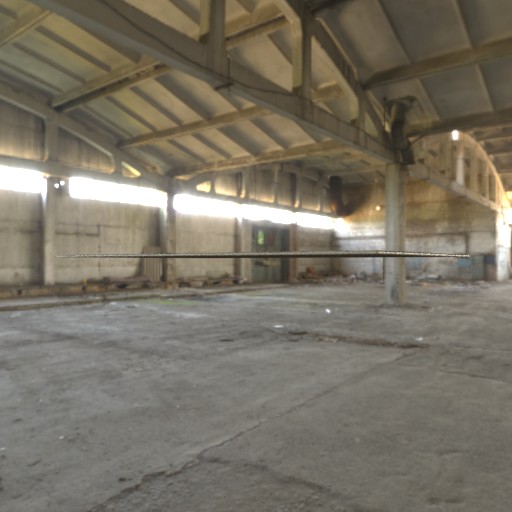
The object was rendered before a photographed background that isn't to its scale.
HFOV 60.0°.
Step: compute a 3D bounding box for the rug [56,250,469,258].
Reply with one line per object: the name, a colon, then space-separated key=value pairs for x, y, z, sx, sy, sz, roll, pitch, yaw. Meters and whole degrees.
rug: x=0.000 y=0.000 z=2.346 sx=1.831 sy=0.012 sz=1.213 roll=-1 pitch=-1 yaw=37
